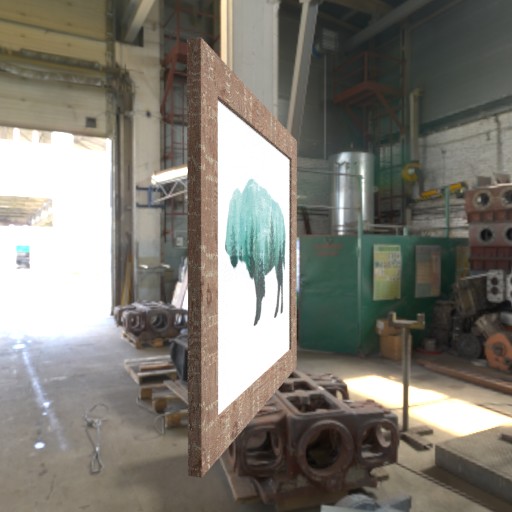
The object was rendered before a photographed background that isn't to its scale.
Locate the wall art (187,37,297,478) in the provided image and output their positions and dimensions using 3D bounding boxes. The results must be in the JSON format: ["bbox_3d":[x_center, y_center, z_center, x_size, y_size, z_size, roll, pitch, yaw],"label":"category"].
[{"bbox_3d":[0.000,0.000,0.567,0.022,0.380,0.380,0,1,18],"label":"wall art"}]
